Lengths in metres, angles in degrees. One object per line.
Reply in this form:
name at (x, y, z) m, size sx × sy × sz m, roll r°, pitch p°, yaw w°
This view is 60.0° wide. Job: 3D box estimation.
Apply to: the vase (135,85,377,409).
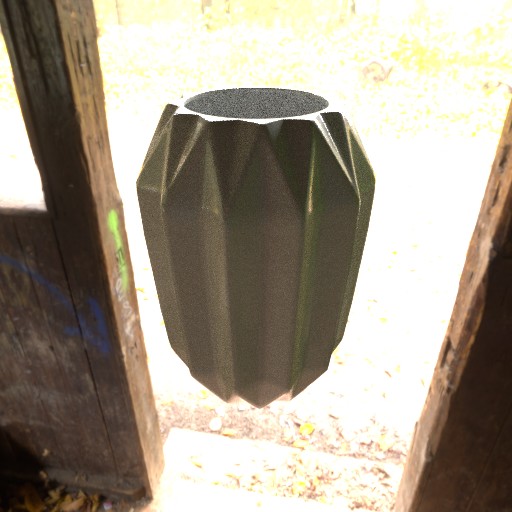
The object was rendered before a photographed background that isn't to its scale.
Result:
vase at (0.000, 0.000, 0.407) m, size 0.195 × 0.275 × 0.195 m, roll 0°, pitch 31°, yaw 0°
